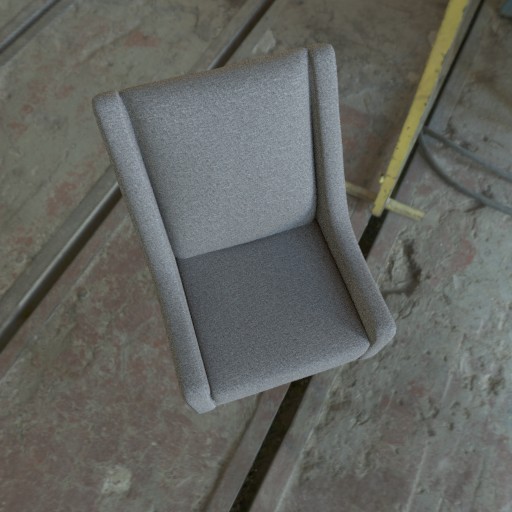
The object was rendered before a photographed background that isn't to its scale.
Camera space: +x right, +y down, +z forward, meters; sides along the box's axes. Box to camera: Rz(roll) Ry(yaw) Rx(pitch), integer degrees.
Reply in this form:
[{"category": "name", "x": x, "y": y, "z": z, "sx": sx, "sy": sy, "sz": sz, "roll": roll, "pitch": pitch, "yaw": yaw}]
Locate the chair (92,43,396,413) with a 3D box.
[{"category": "chair", "x": 0.000, "y": 0.000, "z": 1.610, "sx": 0.774, "sy": 1.016, "sz": 0.870, "roll": -16, "pitch": 65, "yaw": -8}]
